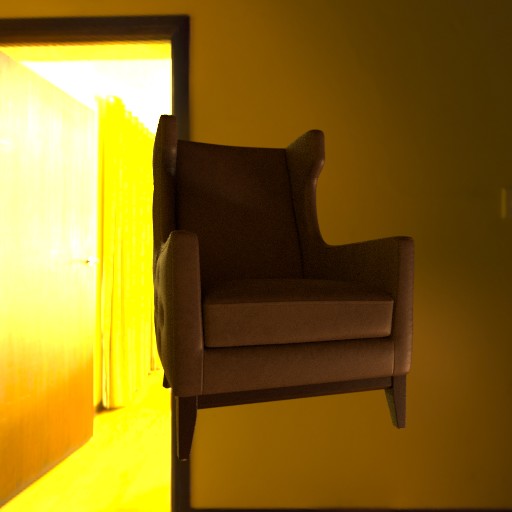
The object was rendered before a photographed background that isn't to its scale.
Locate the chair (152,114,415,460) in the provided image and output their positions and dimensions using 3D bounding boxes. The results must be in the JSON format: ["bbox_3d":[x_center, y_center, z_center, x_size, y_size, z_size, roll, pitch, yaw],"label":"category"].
[{"bbox_3d":[0.000,0.000,1.654,0.769,1.079,0.899,0,-1,-19],"label":"chair"}]
